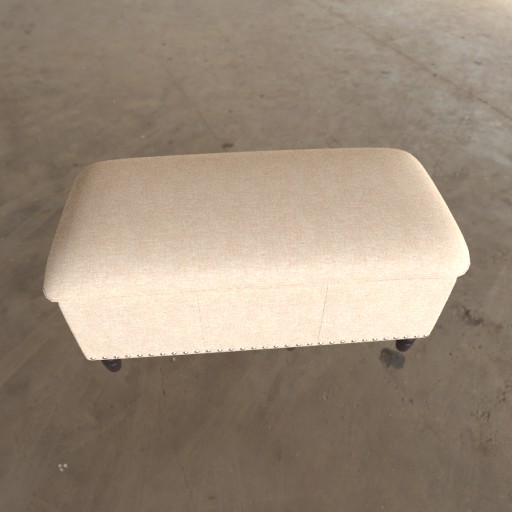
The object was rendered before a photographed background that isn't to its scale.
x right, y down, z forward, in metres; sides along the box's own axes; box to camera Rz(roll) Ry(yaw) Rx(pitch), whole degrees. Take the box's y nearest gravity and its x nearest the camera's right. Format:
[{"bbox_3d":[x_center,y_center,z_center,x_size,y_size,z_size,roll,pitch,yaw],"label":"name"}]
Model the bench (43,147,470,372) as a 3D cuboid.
[{"bbox_3d":[0.000,0.000,1.248,0.991,0.483,0.483,-3,46,-3],"label":"bench"}]
